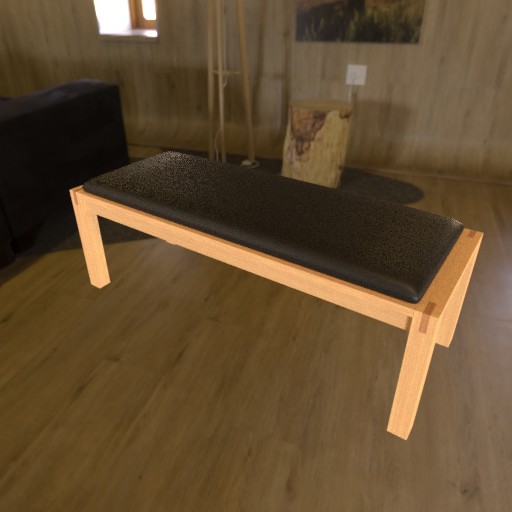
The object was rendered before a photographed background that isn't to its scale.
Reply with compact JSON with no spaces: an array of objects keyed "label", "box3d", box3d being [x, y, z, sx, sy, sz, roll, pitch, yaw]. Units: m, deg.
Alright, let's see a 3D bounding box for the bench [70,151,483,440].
[{"label":"bench","box3d":[0.000,0.000,1.430,1.202,0.430,0.450,19,36,29]}]
